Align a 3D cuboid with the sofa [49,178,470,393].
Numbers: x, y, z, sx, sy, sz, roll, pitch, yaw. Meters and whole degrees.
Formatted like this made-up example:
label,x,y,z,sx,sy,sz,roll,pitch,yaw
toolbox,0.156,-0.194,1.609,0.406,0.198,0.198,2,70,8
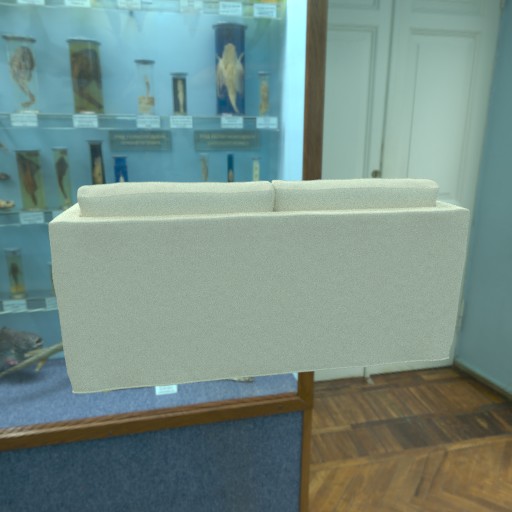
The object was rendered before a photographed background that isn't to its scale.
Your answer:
label,x,y,z,sx,sy,sz,roll,pitch,yaw
sofa,0.000,0.000,2.276,1.746,0.834,0.962,-3,16,-10
